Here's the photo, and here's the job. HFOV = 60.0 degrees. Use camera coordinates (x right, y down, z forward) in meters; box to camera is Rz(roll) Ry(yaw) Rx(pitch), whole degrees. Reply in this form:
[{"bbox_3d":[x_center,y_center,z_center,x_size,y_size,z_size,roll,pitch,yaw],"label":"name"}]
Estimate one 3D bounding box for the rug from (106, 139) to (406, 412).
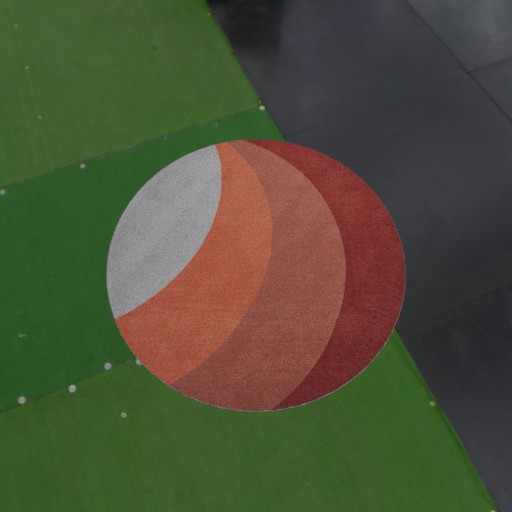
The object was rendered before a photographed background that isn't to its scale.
[{"bbox_3d":[0.000,0.000,2.268,1.514,0.015,1.514,0,64,0],"label":"rug"}]
